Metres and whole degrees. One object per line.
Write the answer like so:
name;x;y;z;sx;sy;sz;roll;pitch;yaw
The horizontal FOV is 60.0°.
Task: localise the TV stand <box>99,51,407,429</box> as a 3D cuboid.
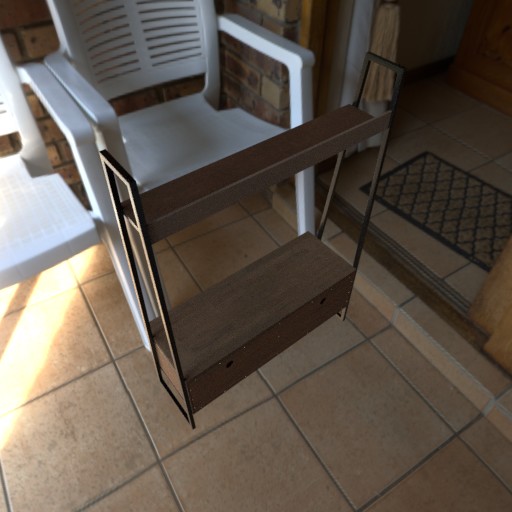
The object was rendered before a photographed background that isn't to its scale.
TV stand;0.000;0.000;2.298;1.250;1.772;0.432;-30;53;-25
